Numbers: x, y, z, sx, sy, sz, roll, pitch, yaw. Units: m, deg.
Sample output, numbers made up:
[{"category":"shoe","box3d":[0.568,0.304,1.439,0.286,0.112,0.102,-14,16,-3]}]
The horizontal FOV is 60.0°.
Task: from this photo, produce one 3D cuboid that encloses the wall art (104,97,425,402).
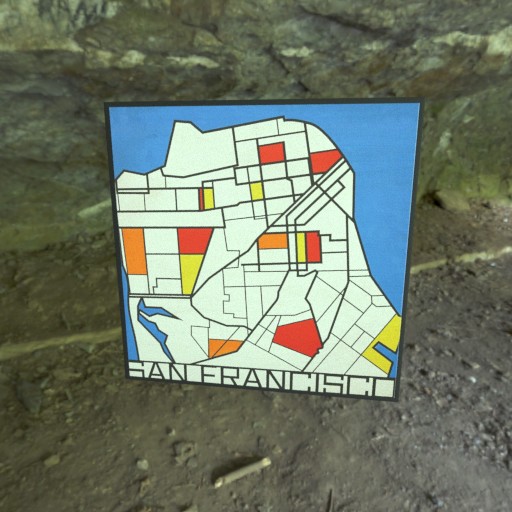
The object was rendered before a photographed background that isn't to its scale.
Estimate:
[{"category":"wall art","box3d":[0.000,0.000,0.685,0.458,0.457,0.013,2,14,9]}]
